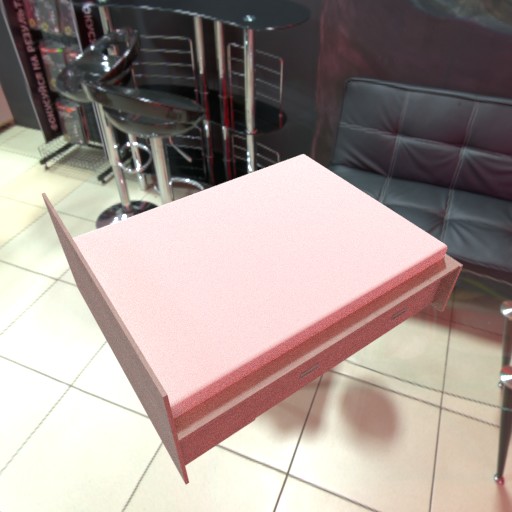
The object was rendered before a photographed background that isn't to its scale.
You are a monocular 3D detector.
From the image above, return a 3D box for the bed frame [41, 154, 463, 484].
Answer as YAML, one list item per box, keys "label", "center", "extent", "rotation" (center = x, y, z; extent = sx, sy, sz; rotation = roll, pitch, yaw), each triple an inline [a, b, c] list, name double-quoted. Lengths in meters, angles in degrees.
- label: "bed frame"
  center: [0.000, 0.000, 2.805]
  extent: [1.960, 0.800, 1.622]
  rotation: [-25, 47, -25]
